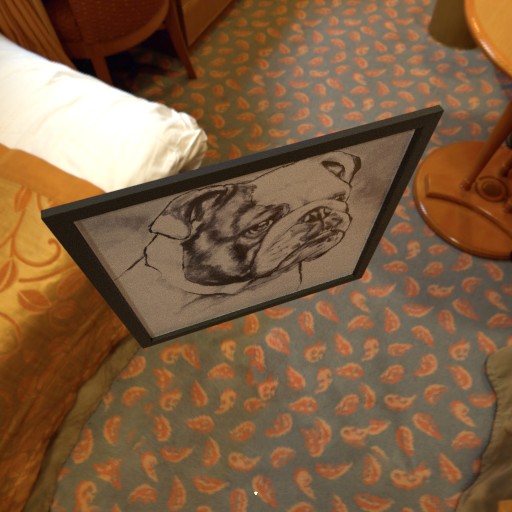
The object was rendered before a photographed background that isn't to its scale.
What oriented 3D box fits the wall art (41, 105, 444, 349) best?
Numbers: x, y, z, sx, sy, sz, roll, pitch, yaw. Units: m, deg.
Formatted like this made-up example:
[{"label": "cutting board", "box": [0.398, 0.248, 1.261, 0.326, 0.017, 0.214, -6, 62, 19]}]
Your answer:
[{"label": "wall art", "box": [0.000, 0.000, 0.984, 0.663, 0.659, 0.016, -17, 63, -9]}]
